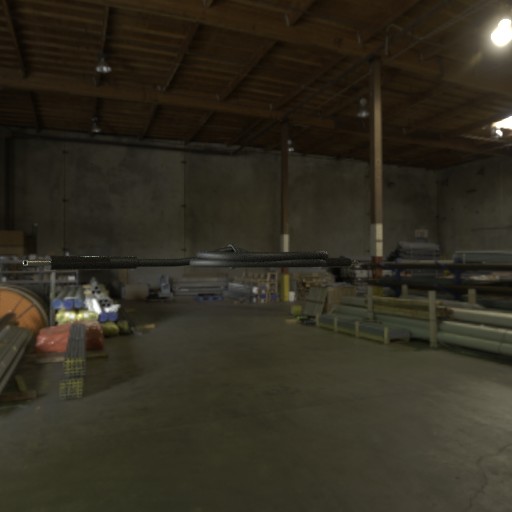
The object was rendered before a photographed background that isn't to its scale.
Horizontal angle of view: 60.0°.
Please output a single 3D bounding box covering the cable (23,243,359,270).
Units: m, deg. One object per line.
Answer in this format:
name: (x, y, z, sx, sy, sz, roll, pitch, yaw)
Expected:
cable: (0.000, 0.000, 0.226, 0.203, 0.014, 0.070, 1, -1, -36)
